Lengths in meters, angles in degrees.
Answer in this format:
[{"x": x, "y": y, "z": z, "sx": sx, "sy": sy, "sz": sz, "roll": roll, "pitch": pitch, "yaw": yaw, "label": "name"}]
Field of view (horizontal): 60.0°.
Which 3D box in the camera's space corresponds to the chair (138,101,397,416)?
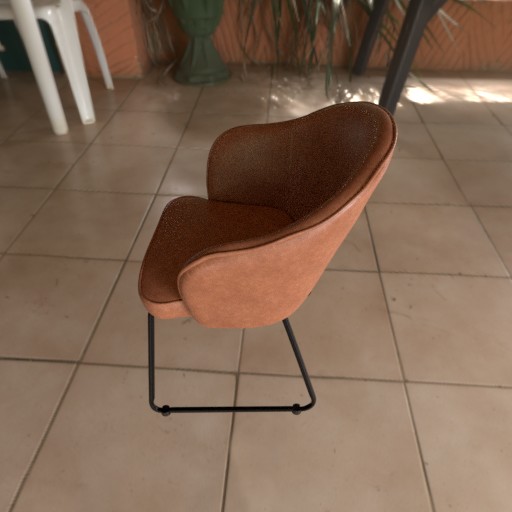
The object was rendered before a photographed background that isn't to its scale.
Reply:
[{"x": 0.000, "y": 0.000, "z": 1.191, "sx": 0.580, "sy": 0.785, "sz": 0.582, "roll": 2, "pitch": 40, "yaw": 2, "label": "chair"}]
